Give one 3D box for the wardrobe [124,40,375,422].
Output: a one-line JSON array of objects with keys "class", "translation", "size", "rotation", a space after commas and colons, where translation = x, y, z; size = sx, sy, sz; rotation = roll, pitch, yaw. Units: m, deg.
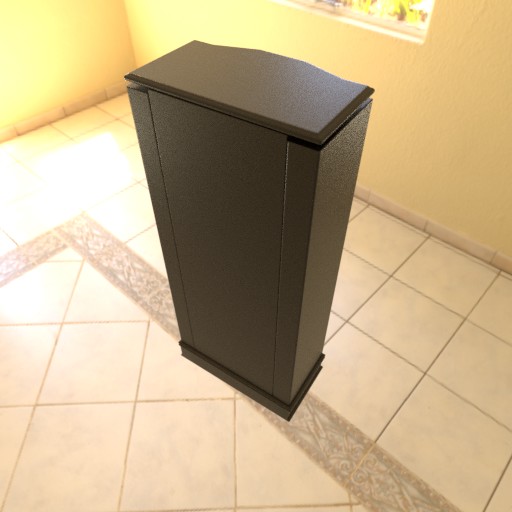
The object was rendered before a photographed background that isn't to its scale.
[{"class": "wardrobe", "translation": [0.000, 0.000, 1.213], "size": [0.444, 1.011, 0.295], "rotation": [25, 51, 22]}]
